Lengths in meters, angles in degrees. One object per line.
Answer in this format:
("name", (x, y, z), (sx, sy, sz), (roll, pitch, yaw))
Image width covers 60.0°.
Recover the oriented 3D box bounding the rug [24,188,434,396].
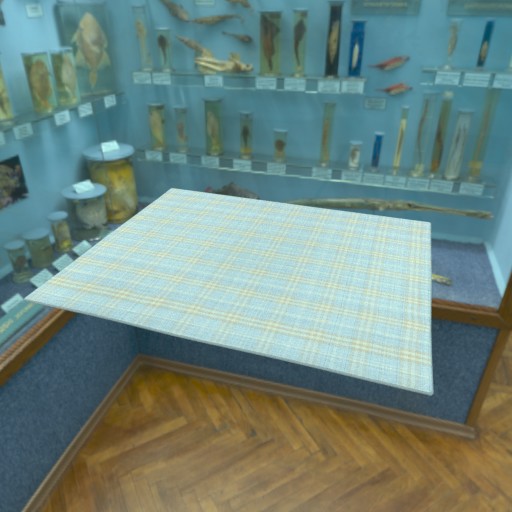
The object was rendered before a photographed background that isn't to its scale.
("rug", (0.000, 0.000, 4.079), (3.066, 0.030, 2.462), (10, 32, 16))
